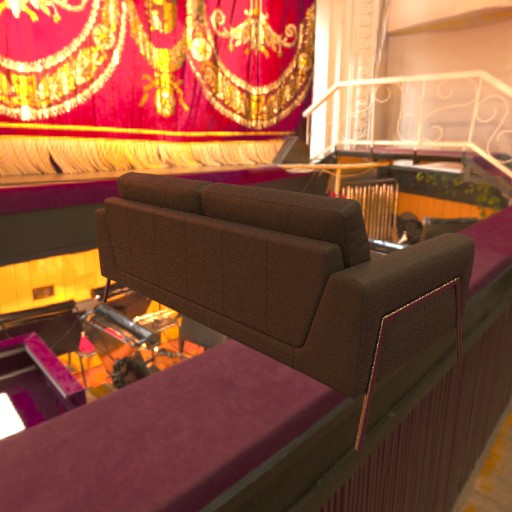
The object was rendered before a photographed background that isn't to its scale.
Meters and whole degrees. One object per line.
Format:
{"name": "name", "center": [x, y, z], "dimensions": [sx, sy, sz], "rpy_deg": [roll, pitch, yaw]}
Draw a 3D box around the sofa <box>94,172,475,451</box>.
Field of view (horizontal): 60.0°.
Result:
{"name": "sofa", "center": [0.000, 0.000, 2.488], "dimensions": [0.953, 0.875, 2.017], "rpy_deg": [-15, 21, -42]}
